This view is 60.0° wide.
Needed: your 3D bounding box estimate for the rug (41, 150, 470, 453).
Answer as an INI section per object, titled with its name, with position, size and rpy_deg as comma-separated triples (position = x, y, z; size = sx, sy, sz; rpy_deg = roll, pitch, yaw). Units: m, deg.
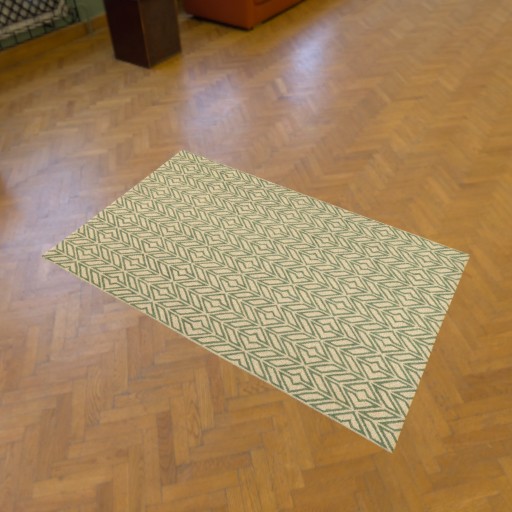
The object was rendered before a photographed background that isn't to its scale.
[rug]
position = 0.000, 0.000, 2.962
size = 2.435, 0.011, 1.517
rpy_deg = 24, 50, 21
